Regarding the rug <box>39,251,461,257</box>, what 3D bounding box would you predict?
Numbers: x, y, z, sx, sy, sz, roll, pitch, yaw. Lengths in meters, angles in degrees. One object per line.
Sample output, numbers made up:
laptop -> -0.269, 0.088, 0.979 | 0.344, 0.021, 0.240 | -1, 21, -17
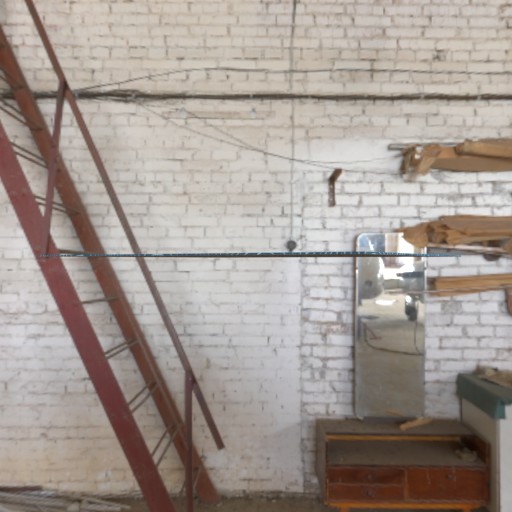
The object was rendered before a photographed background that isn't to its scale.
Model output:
rug -> 0.000, 0.000, 4.067 | 3.033, 0.012, 2.432 | 0, -1, 35
